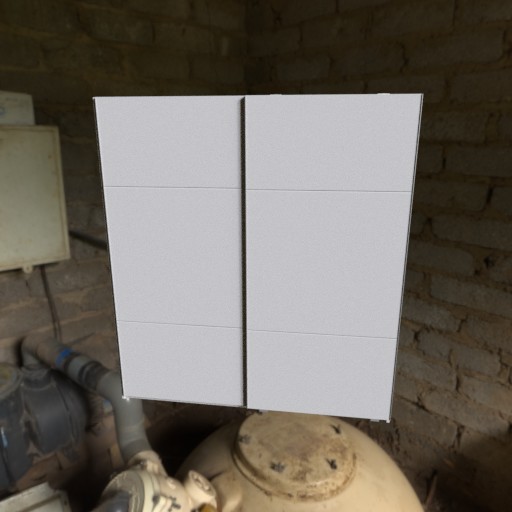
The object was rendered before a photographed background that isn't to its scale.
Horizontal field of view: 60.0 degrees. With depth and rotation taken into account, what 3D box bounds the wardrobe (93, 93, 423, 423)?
[{"bbox_3d":[0.000,0.000,2.911,1.780,1.960,0.629,2,17,8],"label":"wardrobe"}]
